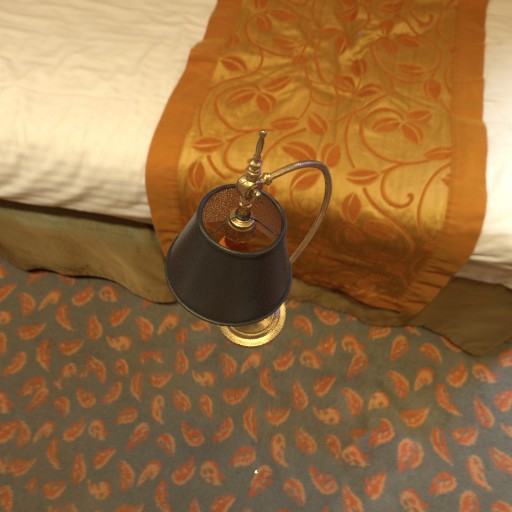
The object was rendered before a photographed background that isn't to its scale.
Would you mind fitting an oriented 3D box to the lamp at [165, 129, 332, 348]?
[{"bbox_3d":[0.000,0.000,0.844,0.344,0.675,0.235,-32,68,-14],"label":"lamp"}]
